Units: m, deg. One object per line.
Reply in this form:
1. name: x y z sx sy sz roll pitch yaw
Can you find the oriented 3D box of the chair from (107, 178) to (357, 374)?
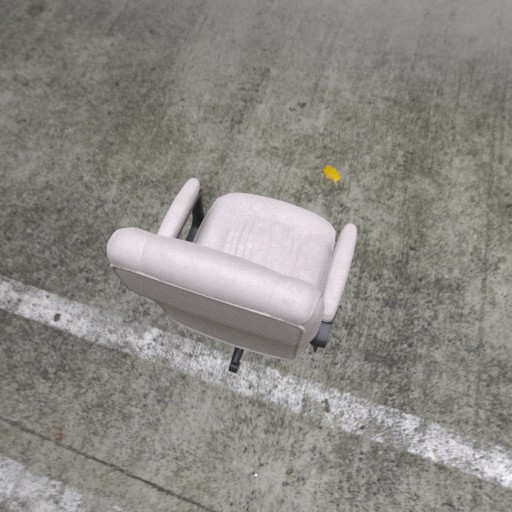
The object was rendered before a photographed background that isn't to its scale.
1. chair: 0.000 0.000 1.559 0.667 1.105 0.724 17 65 8
